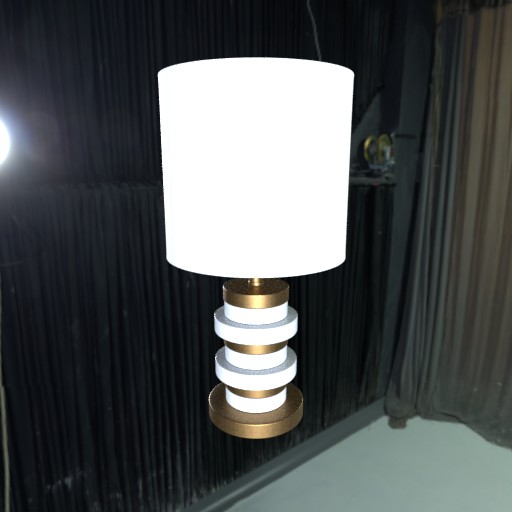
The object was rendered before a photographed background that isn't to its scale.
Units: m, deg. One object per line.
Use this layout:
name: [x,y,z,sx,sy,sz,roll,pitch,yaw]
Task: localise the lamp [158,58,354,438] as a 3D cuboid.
lamp: [0.000,0.000,0.531,0.210,0.410,0.210,-12,18,-42]
